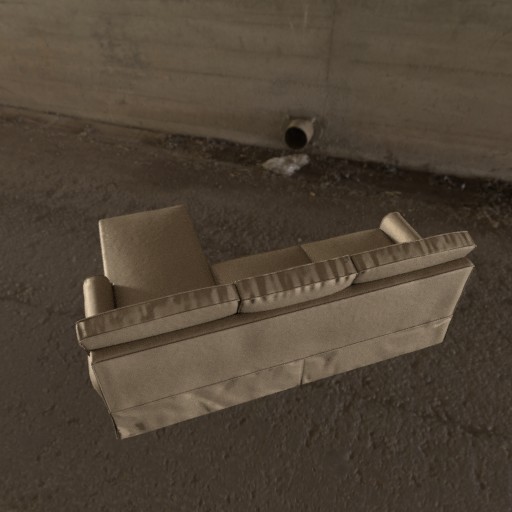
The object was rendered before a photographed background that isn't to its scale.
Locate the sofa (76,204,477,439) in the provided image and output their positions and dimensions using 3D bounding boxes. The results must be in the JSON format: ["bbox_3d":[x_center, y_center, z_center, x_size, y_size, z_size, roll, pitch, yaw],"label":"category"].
[{"bbox_3d":[0.000,0.000,3.341,2.475,0.978,1.733,-12,42,-14],"label":"sofa"}]
